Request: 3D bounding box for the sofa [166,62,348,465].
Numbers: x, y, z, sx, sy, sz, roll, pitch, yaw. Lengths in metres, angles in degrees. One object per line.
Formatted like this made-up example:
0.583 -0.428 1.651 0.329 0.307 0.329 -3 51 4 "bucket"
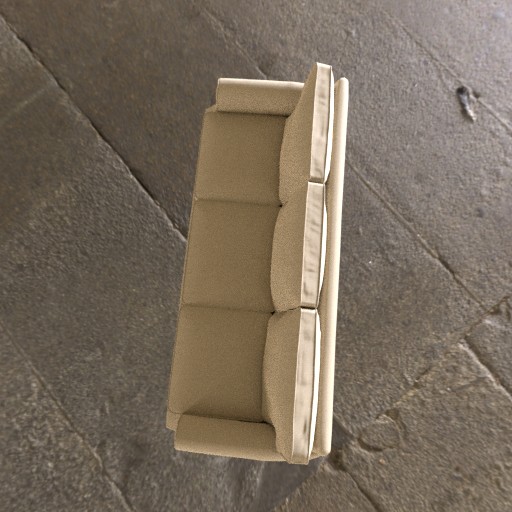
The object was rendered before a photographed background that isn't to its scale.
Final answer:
0.000 0.000 2.812 0.966 0.948 2.354 5 77 1 "sofa"
